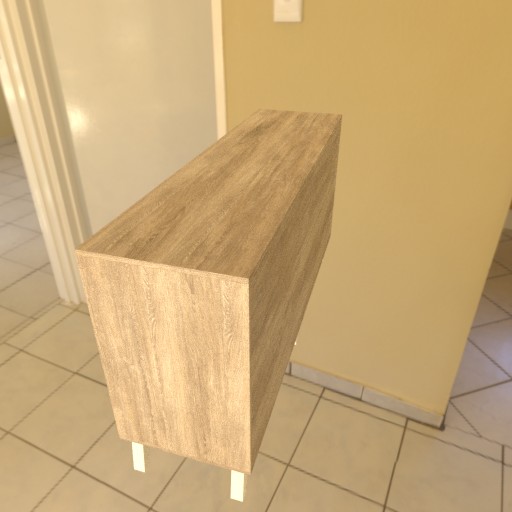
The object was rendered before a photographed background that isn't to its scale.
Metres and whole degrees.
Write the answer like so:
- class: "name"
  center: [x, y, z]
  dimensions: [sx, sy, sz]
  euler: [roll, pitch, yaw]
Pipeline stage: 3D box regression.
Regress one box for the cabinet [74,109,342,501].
- class: "cabinet"
  center: [0.000, 0.000, 1.912]
  dimensions: [0.450, 0.870, 1.600]
  euler: [9, 32, 14]
